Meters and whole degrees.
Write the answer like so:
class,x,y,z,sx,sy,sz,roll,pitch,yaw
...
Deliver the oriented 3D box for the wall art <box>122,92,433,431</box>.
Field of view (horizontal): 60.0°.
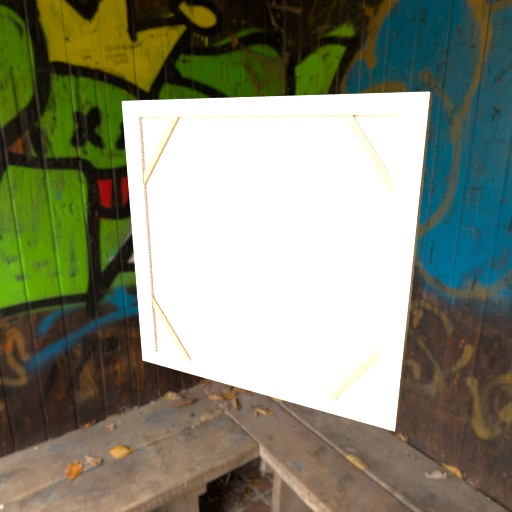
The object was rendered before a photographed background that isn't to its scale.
class,x,y,z,sx,sy,sz,roll,pitch,yaw
wall art,0.000,0.000,0.905,0.610,0.610,0.038,8,18,25
